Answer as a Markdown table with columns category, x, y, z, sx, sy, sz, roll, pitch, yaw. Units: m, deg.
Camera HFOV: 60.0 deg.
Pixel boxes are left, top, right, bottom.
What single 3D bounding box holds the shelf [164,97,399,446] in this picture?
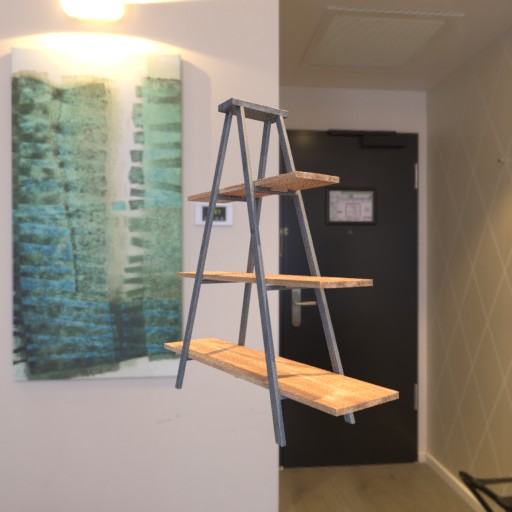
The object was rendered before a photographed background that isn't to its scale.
| category | x | y | z | sx | sy | sz | roll | pitch | yaw |
| --- | --- | --- | --- | --- | --- | --- | --- | --- | --- |
| shelf | 0.000 | 0.000 | 2.699 | 0.508 | 1.808 | 1.746 | 0 | 0 | -36 |
